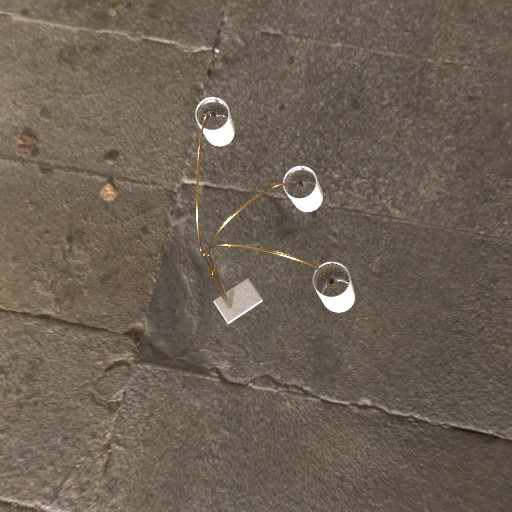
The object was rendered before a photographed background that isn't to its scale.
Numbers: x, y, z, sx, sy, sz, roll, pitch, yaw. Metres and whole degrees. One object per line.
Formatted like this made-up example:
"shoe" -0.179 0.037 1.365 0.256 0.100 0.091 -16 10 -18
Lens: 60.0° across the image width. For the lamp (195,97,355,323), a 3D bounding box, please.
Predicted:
"lamp" 0.000 0.000 2.449 0.667 2.055 1.020 -33 79 -8
